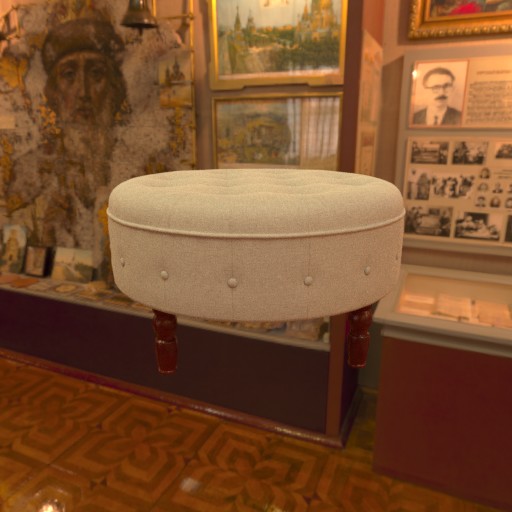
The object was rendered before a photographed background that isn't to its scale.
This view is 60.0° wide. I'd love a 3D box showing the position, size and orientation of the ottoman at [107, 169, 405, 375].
[{"bbox_3d":[0.000,0.000,1.367,0.849,0.478,0.849,0,16,0],"label":"ottoman"}]
